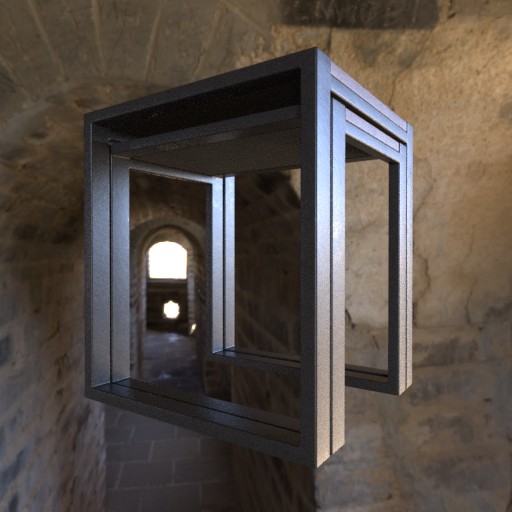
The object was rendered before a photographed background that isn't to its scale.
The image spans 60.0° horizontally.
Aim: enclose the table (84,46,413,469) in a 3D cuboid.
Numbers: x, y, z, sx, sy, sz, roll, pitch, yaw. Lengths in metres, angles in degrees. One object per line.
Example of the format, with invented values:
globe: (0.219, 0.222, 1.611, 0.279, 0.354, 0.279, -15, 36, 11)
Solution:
table: (0.000, 0.000, 0.899, 0.500, 0.550, 0.449, 0, 1, 35)
